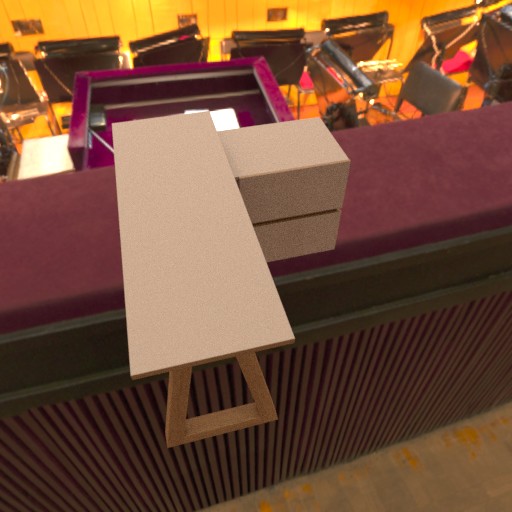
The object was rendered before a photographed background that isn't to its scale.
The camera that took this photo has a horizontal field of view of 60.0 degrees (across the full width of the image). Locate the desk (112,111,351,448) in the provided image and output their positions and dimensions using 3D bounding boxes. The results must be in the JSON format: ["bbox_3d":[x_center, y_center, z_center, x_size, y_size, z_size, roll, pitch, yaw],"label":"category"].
[{"bbox_3d":[0.000,0.000,2.085,1.098,0.755,1.404,-11,48,-10],"label":"desk"}]
